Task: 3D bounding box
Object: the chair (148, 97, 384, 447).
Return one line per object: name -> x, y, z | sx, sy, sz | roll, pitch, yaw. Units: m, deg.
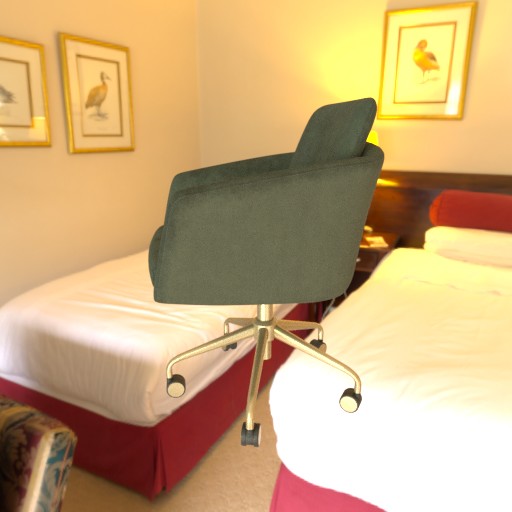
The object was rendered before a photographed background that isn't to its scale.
chair -> 0.000, 0.000, 1.362 | 0.635, 0.908, 0.641 | -3, 16, -9
